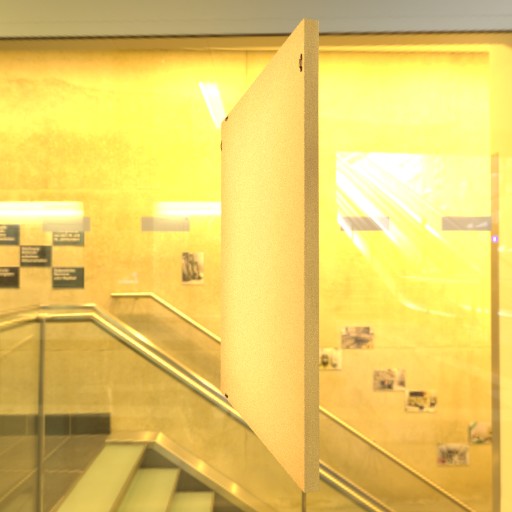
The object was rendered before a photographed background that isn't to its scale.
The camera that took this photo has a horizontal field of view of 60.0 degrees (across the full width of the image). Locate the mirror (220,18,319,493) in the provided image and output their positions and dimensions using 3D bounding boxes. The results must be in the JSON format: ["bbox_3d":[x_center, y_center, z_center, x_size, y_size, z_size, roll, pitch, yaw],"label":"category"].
[{"bbox_3d":[0.000,0.000,1.315,0.040,1.016,0.762,0,-1,-18],"label":"mirror"}]
